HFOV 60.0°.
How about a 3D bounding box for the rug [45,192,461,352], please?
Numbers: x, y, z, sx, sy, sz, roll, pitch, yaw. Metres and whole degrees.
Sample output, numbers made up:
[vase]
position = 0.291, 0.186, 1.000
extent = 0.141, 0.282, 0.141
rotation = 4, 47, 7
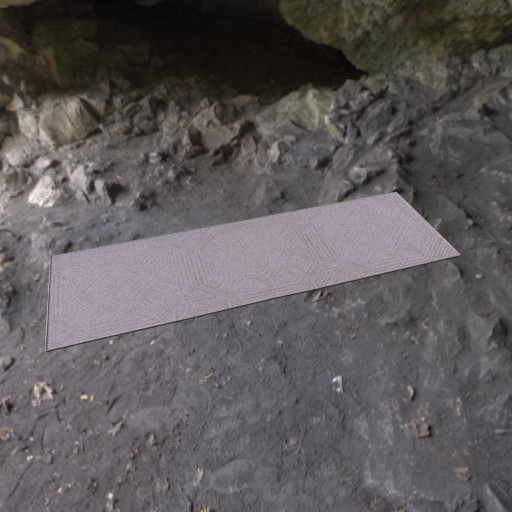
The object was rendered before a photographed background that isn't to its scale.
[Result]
[rug]
position = 0.000, 0.000, 2.772
extent = 2.452, 0.012, 0.775
rotation = -12, 42, -13
